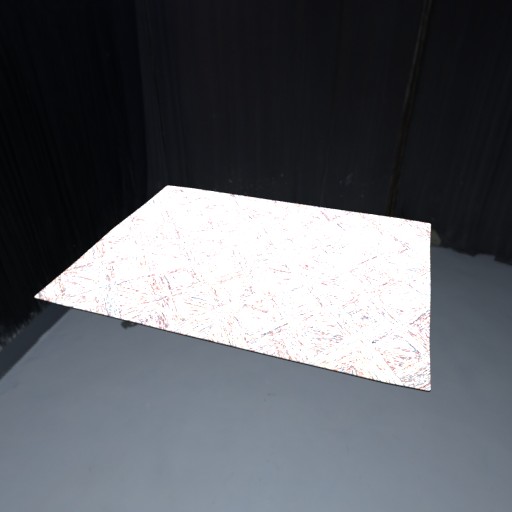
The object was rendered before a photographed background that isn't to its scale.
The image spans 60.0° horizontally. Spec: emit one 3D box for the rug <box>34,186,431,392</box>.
[{"bbox_3d":[0.000,0.000,4.306,3.226,0.024,2.436,10,35,15],"label":"rug"}]
